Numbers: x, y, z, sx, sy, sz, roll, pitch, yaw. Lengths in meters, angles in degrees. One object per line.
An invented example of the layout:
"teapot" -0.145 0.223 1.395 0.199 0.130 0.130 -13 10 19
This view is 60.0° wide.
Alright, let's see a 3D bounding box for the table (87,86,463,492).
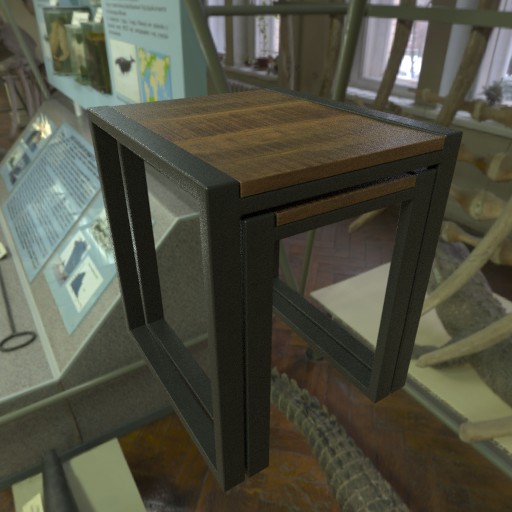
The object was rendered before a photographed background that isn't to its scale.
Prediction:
"table" 0.000 0.000 0.903 0.449 0.550 0.500 -18 34 -28
